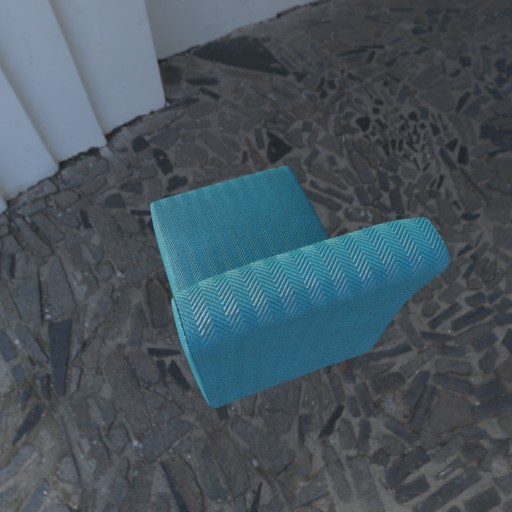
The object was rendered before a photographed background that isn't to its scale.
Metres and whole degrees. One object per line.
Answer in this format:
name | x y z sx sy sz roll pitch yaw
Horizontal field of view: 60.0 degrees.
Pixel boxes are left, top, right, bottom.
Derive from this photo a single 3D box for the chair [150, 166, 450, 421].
chair | 0.000 0.000 1.416 0.579 0.927 0.808 -17 60 -10
